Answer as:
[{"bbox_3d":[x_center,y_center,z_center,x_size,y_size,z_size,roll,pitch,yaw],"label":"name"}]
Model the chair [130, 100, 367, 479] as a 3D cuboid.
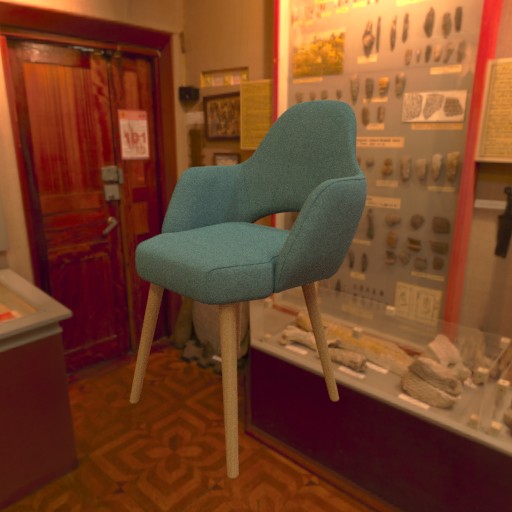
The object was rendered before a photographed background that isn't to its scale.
[{"bbox_3d":[0.000,0.000,1.345,0.589,0.920,0.666,15,21,42],"label":"chair"}]
